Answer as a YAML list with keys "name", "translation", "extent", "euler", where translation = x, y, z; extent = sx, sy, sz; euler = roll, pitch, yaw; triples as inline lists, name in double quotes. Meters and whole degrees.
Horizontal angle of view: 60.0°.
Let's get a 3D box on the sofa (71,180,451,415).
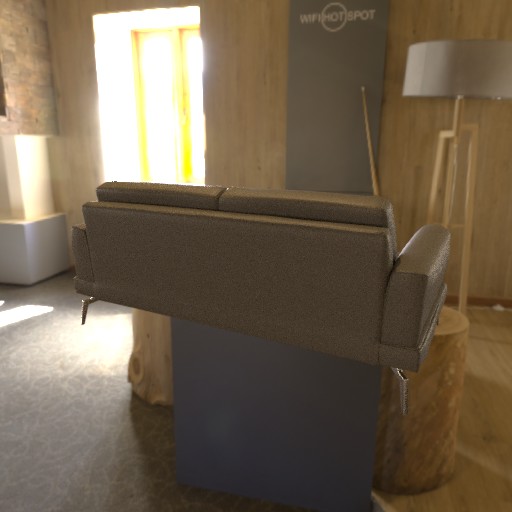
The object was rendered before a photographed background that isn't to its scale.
- name: "sofa"
  translation: [0.000, 0.000, 2.765]
  extent: [2.177, 0.930, 1.121]
  euler: [8, 17, 27]
